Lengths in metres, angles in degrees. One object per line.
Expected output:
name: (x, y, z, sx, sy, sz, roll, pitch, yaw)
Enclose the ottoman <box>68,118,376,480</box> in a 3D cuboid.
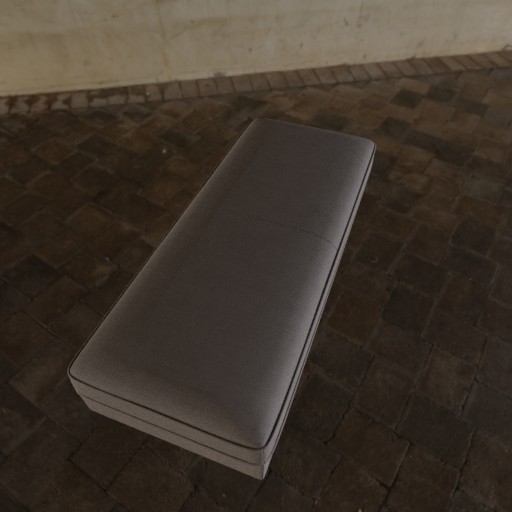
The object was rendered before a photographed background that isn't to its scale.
ottoman: (0.000, 0.000, 2.038, 0.751, 0.470, 1.764, 16, 49, 14)
